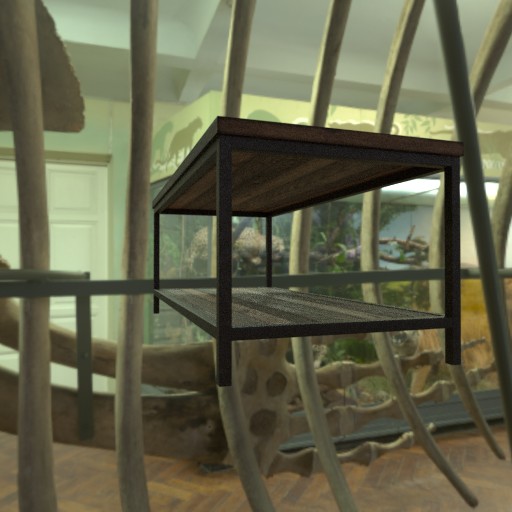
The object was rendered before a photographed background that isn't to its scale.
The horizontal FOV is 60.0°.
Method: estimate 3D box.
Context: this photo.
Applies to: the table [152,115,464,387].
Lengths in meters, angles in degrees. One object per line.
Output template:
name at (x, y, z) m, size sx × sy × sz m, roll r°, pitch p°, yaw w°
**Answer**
table at (0.000, 0.000, 1.188) m, size 0.452 × 0.399 × 0.990 m, roll 0°, pitch -1°, yaw -19°
